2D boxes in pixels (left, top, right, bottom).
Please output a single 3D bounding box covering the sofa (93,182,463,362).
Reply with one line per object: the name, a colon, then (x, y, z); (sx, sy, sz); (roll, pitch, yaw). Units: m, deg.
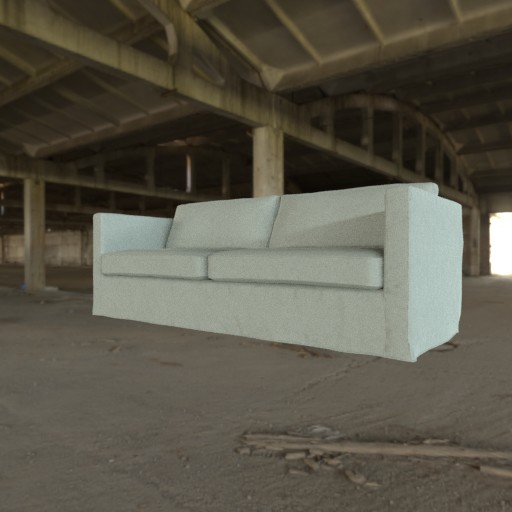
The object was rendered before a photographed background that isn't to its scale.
sofa: (0.000, 0.000, 2.861); (2.312, 0.853, 0.962); (0, 1, 37)
